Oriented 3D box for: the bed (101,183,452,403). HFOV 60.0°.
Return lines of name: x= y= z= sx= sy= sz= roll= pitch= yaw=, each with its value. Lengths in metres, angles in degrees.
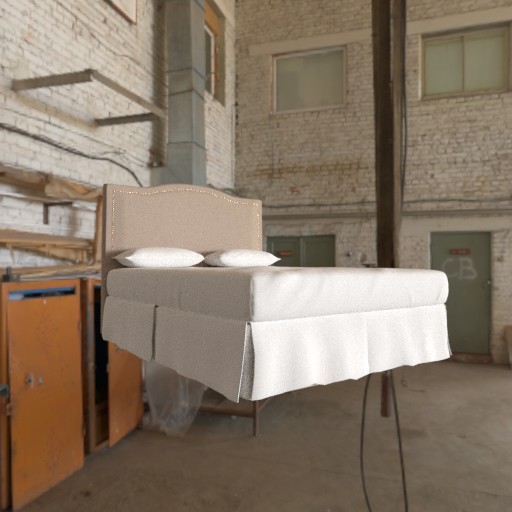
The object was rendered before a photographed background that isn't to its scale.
bed: x=0.000 y=0.000 z=3.479 sx=1.821 sy=1.436 sz=2.282 roll=1 pitch=-1 yaw=-36
